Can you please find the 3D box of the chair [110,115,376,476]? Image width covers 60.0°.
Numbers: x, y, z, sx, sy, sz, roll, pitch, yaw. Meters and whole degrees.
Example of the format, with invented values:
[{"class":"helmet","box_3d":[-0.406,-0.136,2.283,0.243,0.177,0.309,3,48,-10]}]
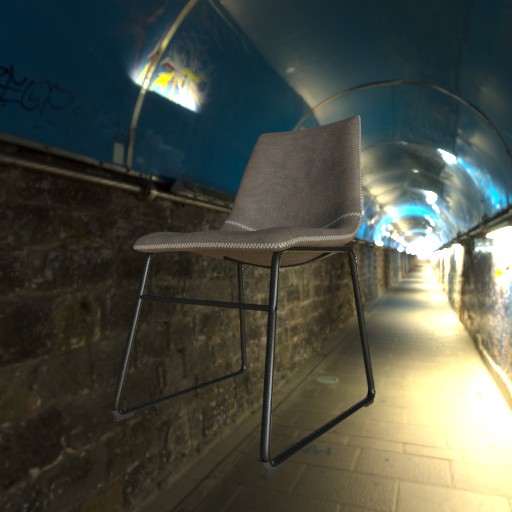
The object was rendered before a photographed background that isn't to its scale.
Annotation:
[{"class":"chair","box_3d":[0.000,0.000,1.128,0.460,0.780,0.550,0,0,36]}]
